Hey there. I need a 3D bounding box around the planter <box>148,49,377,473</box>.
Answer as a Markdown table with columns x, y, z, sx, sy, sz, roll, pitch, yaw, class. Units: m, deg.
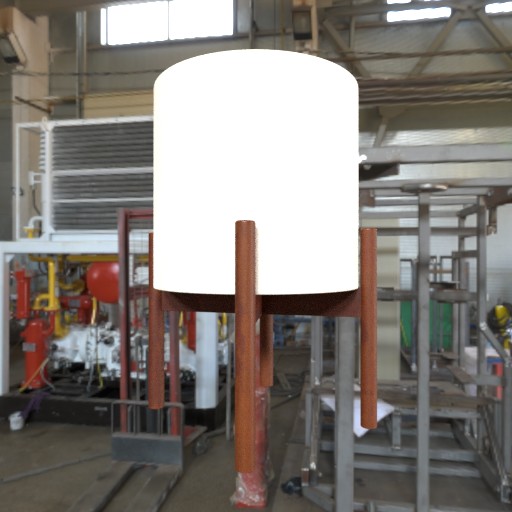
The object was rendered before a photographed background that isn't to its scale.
| x | y | z | sx | sy | sz | roll | pitch | yaw | class |
| --- | --- | --- | --- | --- | --- | --- | --- | --- | --- |
| 0.000 | 0.000 | 0.926 | 0.417 | 0.670 | 0.417 | 0 | 0 | -35 | planter |
